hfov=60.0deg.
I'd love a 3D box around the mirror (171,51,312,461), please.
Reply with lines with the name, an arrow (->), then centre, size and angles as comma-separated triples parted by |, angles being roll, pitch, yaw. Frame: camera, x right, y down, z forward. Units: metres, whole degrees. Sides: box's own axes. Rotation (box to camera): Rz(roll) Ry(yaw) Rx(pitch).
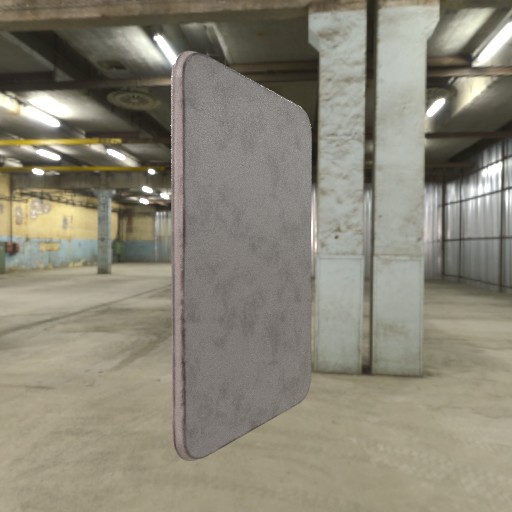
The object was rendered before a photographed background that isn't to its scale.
mirror -> 0.000, 0.000, 0.914 | 0.024, 0.713, 0.461 | 0, 1, 35
